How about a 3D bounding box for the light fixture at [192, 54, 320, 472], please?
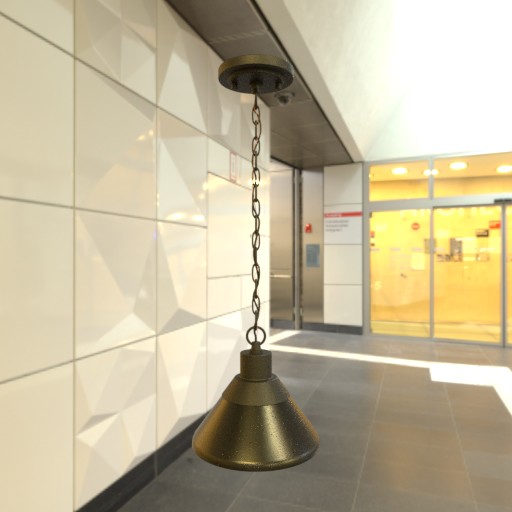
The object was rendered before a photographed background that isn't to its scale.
[{"bbox_3d":[0.000,0.000,0.705,0.201,0.588,0.201,0,0,0],"label":"light fixture"}]
